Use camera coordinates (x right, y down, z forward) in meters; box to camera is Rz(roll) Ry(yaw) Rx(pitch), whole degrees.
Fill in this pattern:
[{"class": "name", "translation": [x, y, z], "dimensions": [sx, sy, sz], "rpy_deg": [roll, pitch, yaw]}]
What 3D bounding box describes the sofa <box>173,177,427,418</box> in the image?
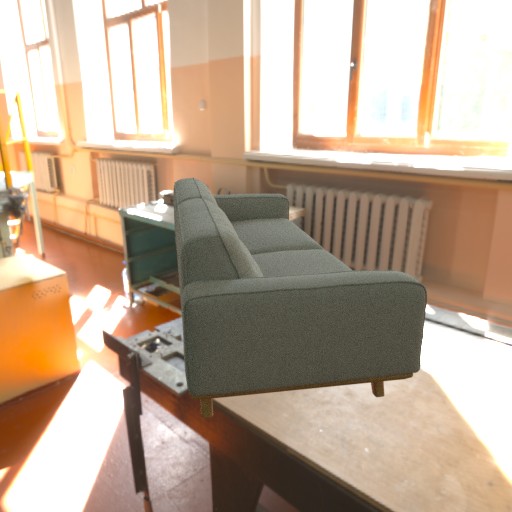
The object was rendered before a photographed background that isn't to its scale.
[{"class": "sofa", "translation": [0.000, 0.000, 2.726], "dimensions": [0.956, 0.781, 2.270], "rpy_deg": [-3, 17, -10]}]
